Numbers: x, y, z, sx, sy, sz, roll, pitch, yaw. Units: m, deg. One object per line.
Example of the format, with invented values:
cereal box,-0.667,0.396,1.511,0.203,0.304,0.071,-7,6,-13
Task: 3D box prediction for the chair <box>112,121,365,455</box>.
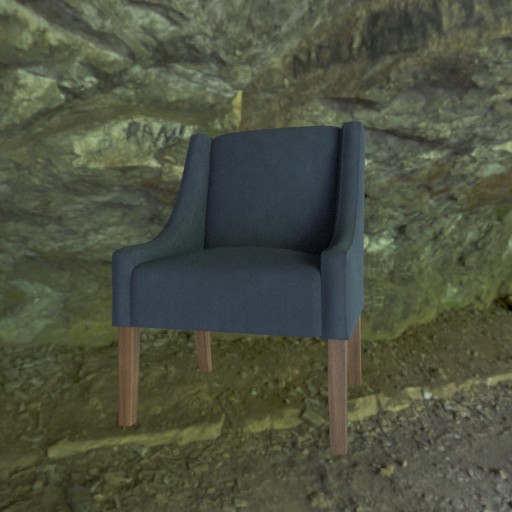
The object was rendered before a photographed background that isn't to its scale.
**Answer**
chair,0.000,0.000,1.362,0.629,0.895,0.629,0,1,17
